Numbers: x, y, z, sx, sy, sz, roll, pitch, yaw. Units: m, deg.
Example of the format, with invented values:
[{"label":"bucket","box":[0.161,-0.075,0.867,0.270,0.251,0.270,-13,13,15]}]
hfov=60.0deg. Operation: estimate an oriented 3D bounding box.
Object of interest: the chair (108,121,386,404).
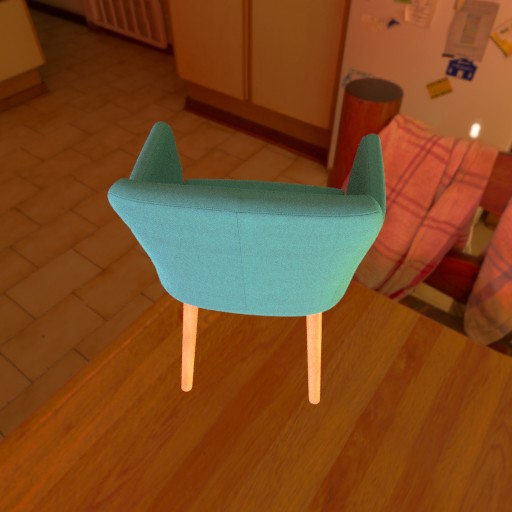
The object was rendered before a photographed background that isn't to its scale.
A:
[{"label":"chair","box":[0.000,0.000,1.142,0.570,0.780,0.540,5,47,4]}]
